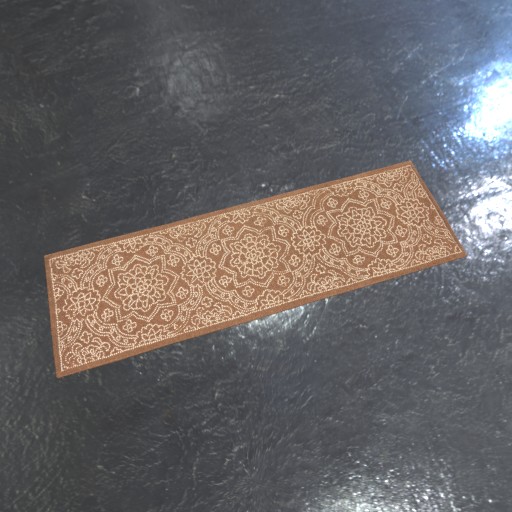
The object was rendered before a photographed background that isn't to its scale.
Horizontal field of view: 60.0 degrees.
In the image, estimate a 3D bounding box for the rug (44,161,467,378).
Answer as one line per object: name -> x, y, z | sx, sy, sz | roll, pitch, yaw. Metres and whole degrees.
rug -> 0.000, 0.000, 2.676 | 2.448, 0.012, 0.769 | -16, 64, -8
